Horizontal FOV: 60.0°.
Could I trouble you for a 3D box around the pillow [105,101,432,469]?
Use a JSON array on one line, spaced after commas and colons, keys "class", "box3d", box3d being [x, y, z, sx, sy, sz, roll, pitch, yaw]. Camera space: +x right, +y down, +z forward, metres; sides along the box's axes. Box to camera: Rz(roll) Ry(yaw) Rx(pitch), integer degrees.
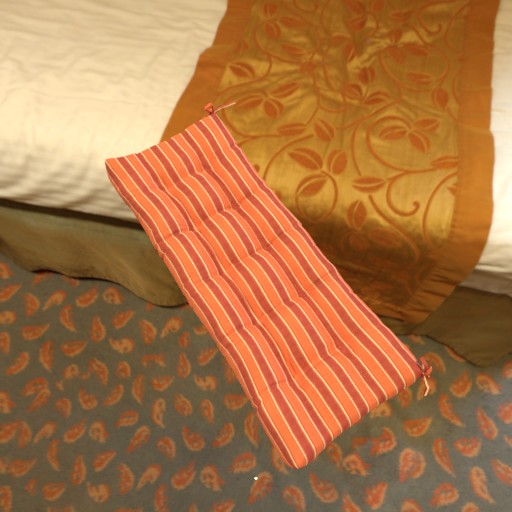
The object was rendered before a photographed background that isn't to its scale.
[{"class": "pillow", "box3d": [0.000, 0.000, 1.364, 0.511, 0.174, 1.194, -30, 67, -14]}]
